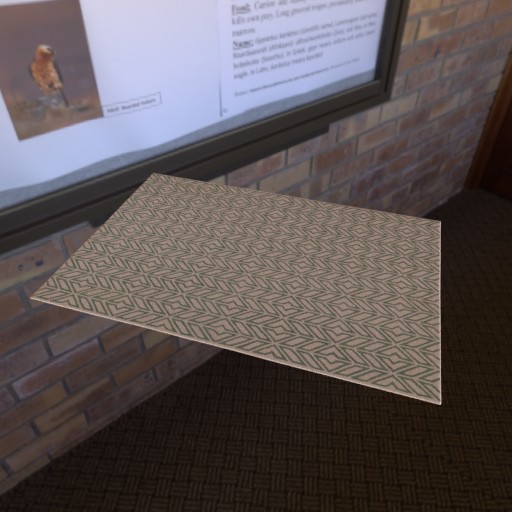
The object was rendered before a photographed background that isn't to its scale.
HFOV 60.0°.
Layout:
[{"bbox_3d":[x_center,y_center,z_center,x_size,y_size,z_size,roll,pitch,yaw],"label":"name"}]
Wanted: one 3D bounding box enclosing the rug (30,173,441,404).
[{"bbox_3d":[0.000,0.000,2.302,1.828,0.007,1.220,12,41,13],"label":"rug"}]
